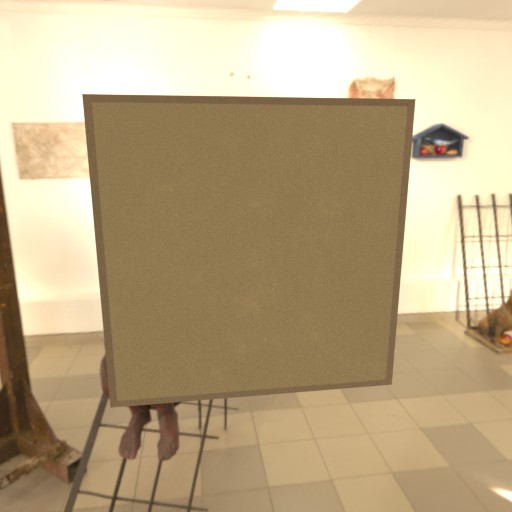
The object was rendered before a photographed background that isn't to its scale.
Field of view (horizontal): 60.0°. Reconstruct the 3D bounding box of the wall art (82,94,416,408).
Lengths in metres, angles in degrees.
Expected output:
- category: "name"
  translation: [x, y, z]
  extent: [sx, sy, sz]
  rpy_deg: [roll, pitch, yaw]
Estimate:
- category: "wall art"
  translation: [0.000, 0.000, 0.750]
  extent: [0.508, 0.506, 0.038]
  rpy_deg: [-2, 14, -8]
